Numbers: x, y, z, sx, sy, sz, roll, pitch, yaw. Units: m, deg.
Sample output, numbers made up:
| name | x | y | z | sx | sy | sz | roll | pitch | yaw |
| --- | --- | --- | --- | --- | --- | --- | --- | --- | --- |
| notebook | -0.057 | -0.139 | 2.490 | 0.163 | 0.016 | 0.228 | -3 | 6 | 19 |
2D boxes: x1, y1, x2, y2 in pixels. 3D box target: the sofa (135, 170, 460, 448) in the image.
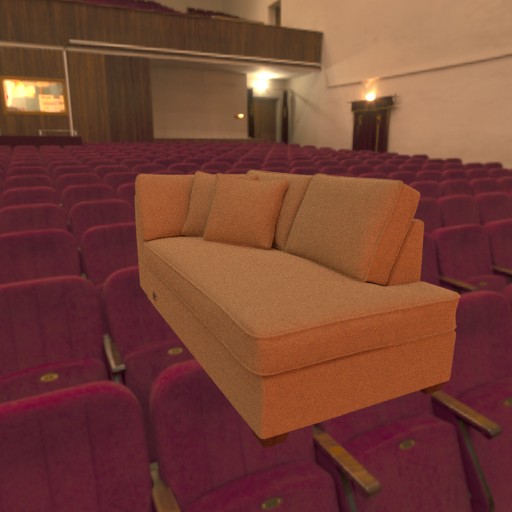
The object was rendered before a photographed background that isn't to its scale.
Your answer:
| name | x | y | z | sx | sy | sz | roll | pitch | yaw |
| --- | --- | --- | --- | --- | --- | --- | --- | --- | --- |
| sofa | 0.000 | 0.000 | 2.809 | 1.110 | 1.033 | 2.237 | -7 | 16 | -26 |
